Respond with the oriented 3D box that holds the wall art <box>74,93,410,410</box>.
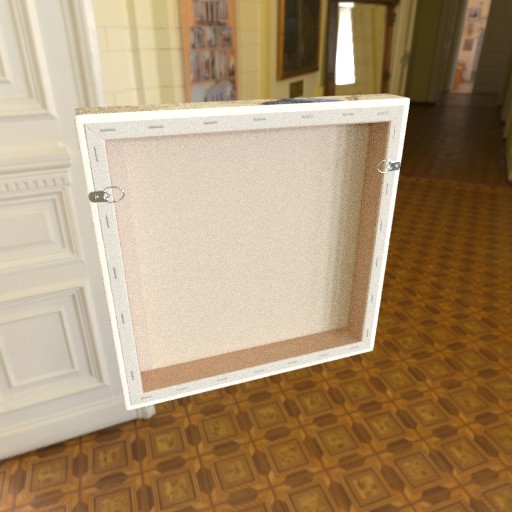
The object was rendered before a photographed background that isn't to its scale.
[{"bbox_3d":[0.000,0.000,0.460,0.303,0.304,0.036,-9,28,-17],"label":"wall art"}]
